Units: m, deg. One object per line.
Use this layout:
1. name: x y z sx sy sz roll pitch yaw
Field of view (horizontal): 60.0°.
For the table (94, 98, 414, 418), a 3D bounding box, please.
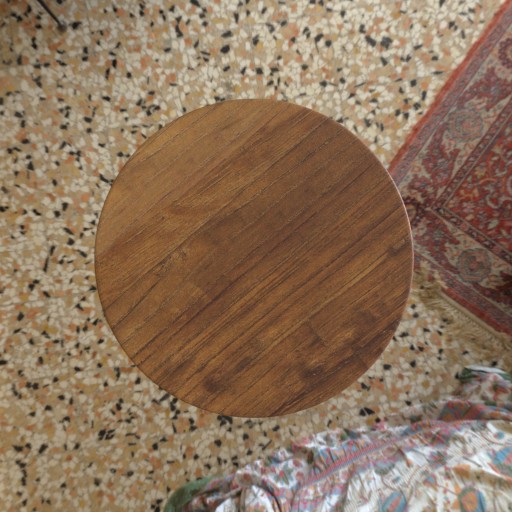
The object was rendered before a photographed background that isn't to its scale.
1. table: 0.000 0.000 0.810 0.400 0.520 0.400 0 91 1
